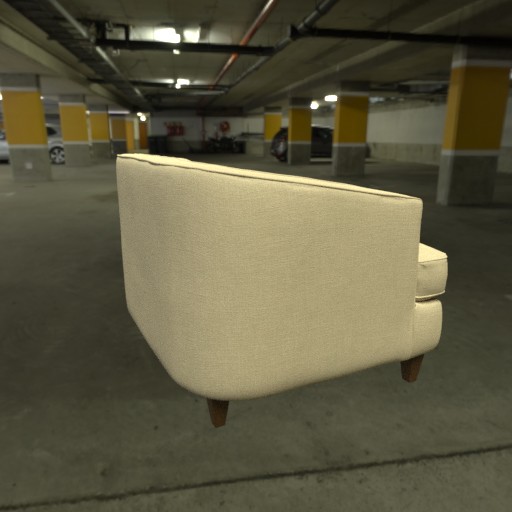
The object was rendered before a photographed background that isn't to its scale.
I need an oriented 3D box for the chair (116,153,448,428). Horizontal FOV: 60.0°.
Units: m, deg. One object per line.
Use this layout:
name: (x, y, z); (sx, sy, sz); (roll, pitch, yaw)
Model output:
chair: (0.000, 0.000, 1.740); (0.914, 0.787, 1.118); (-8, 17, -27)
